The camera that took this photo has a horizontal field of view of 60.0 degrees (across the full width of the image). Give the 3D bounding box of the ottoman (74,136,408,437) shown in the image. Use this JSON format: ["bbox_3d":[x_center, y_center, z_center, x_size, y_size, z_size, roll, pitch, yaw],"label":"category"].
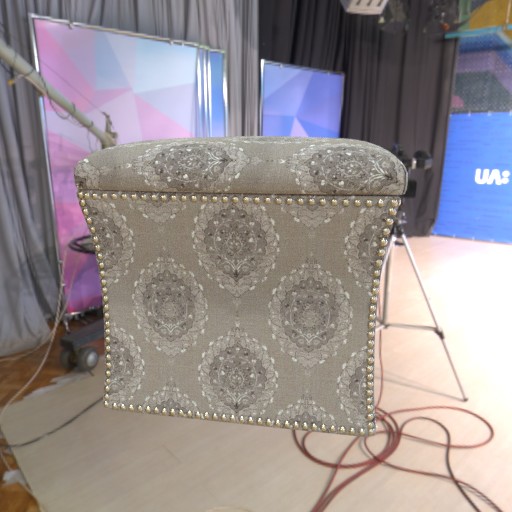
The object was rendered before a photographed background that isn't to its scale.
[{"bbox_3d":[0.000,0.000,0.907,0.507,0.473,0.497,3,16,9],"label":"ottoman"}]
